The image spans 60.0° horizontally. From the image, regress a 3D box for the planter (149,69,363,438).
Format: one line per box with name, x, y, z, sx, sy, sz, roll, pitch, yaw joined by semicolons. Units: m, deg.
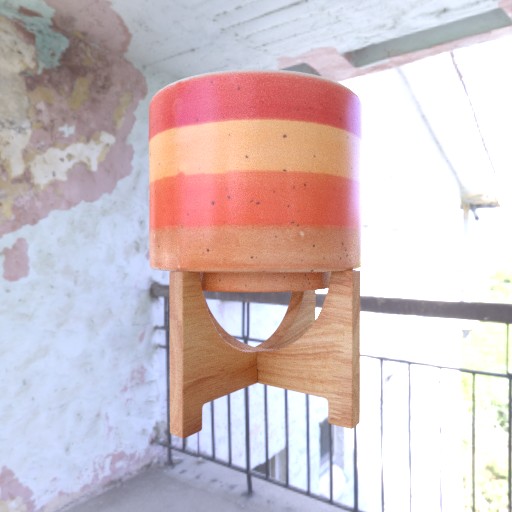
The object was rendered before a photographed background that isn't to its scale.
planter;0.000;0.000;0.408;0.199;0.268;0.199;0;1;0
